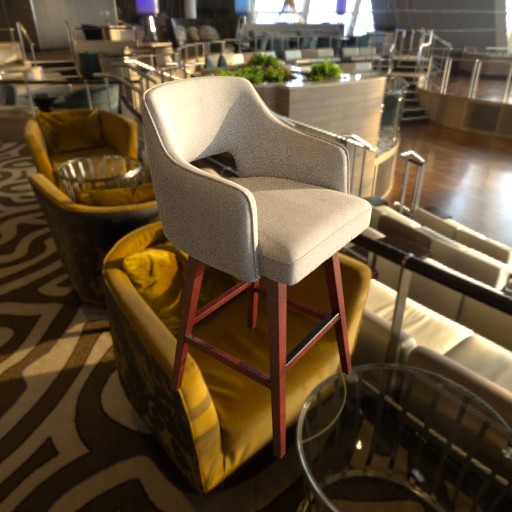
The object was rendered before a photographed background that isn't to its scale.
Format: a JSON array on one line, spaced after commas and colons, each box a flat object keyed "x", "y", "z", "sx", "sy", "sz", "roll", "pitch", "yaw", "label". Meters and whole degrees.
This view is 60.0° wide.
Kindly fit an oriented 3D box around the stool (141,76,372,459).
[{"x": 0.000, "y": 0.000, "z": 1.403, "sx": 0.558, "sy": 1.012, "sz": 0.548, "roll": 20, "pitch": 34, "yaw": 32, "label": "stool"}]
